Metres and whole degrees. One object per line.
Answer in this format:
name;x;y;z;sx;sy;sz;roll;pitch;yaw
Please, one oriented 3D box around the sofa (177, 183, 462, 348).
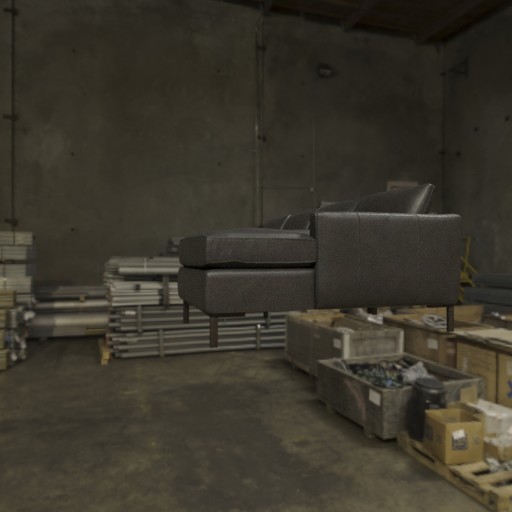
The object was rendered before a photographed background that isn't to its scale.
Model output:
sofa;0.000;0.000;3.663;1.471;0.859;2.993;0;0;-18
